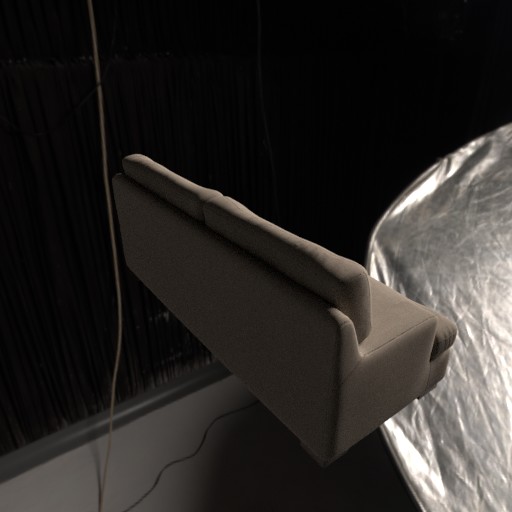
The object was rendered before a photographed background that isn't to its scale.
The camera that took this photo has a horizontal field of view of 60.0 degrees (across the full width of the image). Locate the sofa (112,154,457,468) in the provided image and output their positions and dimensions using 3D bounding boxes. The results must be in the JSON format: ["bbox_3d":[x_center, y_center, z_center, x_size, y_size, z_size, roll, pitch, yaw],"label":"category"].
[{"bbox_3d":[0.000,0.000,2.854,0.962,0.980,2.354,-19,33,-32],"label":"sofa"}]
